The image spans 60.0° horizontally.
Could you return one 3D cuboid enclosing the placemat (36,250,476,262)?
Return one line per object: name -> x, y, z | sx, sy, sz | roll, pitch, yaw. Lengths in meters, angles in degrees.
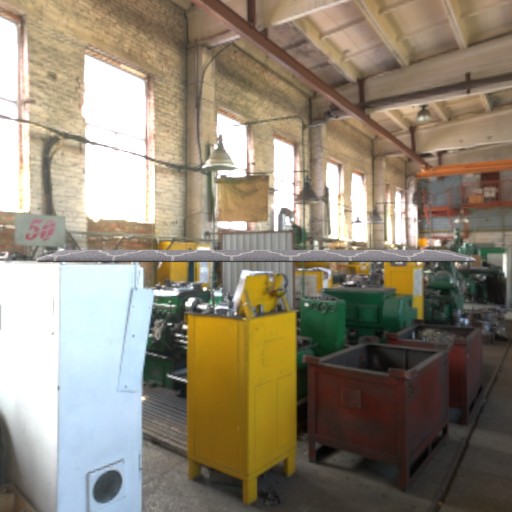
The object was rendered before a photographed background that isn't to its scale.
placemat -> 0.000, 0.000, 0.992 | 0.762, 0.021, 0.508 | 0, 0, 0
